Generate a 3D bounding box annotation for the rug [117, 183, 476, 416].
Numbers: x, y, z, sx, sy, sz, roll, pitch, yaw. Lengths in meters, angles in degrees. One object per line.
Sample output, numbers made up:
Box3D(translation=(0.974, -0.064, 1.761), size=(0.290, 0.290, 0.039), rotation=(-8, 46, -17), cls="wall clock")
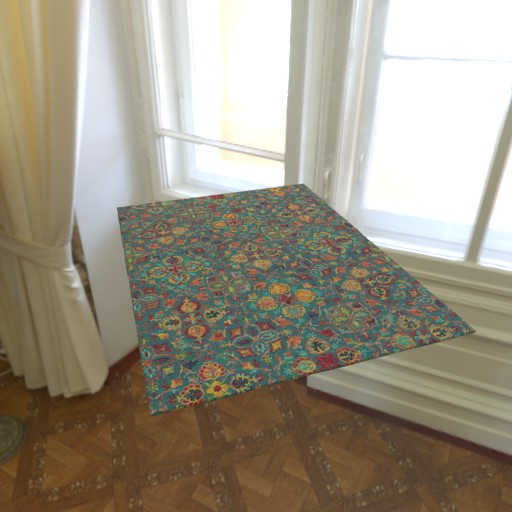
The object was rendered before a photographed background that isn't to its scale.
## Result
Box3D(translation=(0.000, 0.000, 4.317), size=(2.434, 0.025, 3.204), rotation=(-10, 32, -16), cls="rug")
